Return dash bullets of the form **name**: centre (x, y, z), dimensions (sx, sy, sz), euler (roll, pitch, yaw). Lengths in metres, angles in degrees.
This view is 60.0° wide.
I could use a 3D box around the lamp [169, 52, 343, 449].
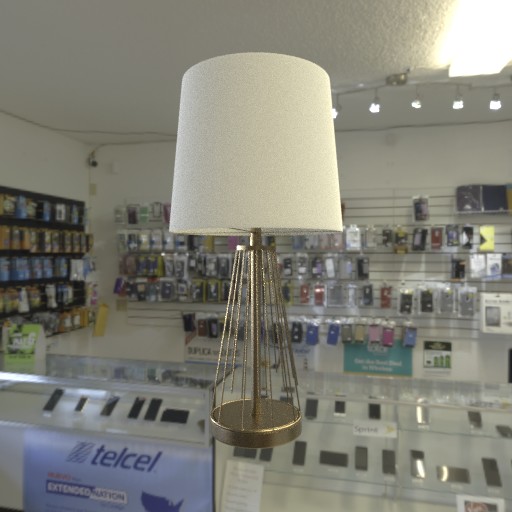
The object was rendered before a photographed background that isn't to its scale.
- **lamp**: centre (0.000, 0.000, 0.789), dimensions (0.303, 0.618, 0.303), euler (0, 0, 0)
